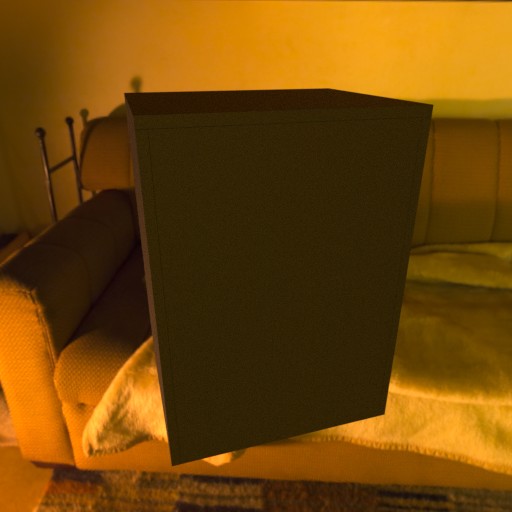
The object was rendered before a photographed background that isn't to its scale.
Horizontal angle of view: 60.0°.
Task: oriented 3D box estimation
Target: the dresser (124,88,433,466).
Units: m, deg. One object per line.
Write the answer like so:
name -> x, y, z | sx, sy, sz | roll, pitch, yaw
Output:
dresser -> 0.000, 0.000, 0.828 | 0.400, 0.560, 0.360 | -7, 25, -15
